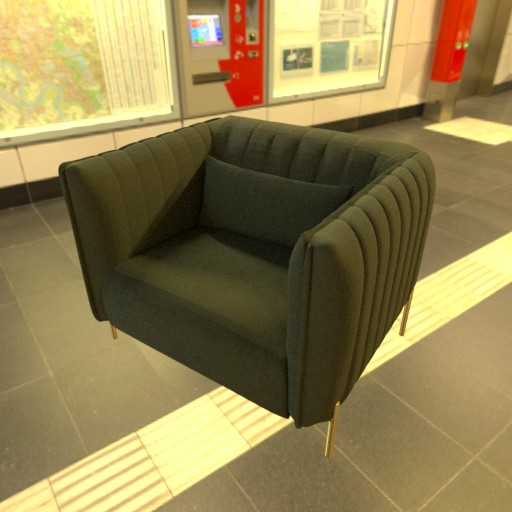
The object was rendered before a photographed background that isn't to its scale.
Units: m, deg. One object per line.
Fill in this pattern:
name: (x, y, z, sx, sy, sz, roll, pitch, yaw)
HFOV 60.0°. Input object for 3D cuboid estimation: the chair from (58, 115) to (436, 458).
chair: (0.000, 0.000, 1.639, 1.032, 0.794, 0.877, 19, 35, 29)
